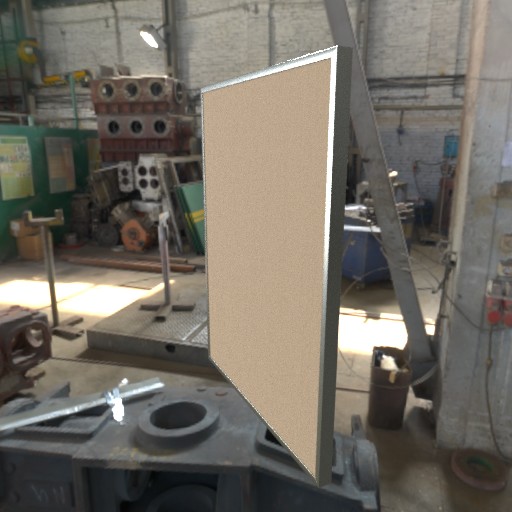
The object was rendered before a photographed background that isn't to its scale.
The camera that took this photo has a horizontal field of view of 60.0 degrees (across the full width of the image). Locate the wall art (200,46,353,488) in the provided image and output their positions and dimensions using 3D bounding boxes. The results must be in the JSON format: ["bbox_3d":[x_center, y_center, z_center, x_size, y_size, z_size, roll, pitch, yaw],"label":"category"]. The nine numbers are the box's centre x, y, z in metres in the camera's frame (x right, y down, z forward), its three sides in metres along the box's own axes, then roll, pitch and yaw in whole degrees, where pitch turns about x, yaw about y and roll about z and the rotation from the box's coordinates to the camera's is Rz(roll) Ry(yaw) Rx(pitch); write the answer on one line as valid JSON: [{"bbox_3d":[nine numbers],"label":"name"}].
[{"bbox_3d":[0.000,0.000,1.380,0.041,1.062,0.803,-7,16,-26],"label":"wall art"}]
